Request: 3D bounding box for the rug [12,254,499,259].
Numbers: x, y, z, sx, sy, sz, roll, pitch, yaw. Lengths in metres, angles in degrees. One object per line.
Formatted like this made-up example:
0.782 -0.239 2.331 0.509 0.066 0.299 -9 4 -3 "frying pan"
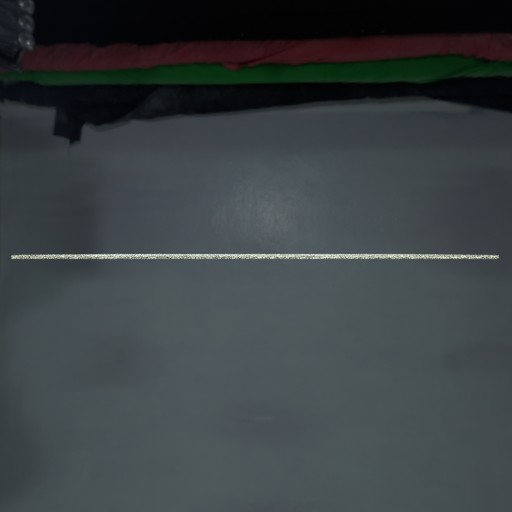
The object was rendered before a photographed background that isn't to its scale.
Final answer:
0.000 0.000 2.838 2.297 0.018 1.532 0 0 0 "rug"
